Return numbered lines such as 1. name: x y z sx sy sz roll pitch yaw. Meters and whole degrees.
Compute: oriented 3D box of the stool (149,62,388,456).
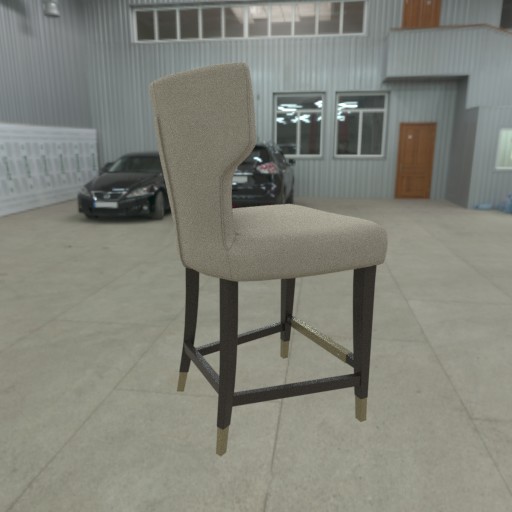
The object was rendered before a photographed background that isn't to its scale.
1. stool: 0.000 0.000 1.327 0.563 0.982 0.527 -7 16 -26
